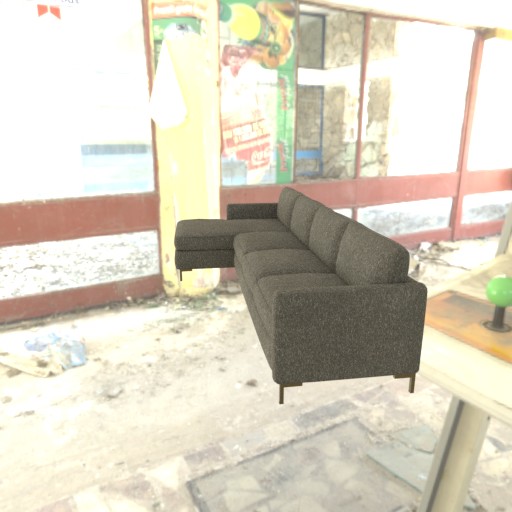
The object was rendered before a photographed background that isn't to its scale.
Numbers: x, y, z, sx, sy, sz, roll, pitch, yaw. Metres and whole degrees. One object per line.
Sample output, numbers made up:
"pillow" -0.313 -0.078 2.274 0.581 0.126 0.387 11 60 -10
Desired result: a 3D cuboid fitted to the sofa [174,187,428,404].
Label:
"sofa" 0.000 0.000 3.561 1.350 0.810 2.932 -2 16 -8
